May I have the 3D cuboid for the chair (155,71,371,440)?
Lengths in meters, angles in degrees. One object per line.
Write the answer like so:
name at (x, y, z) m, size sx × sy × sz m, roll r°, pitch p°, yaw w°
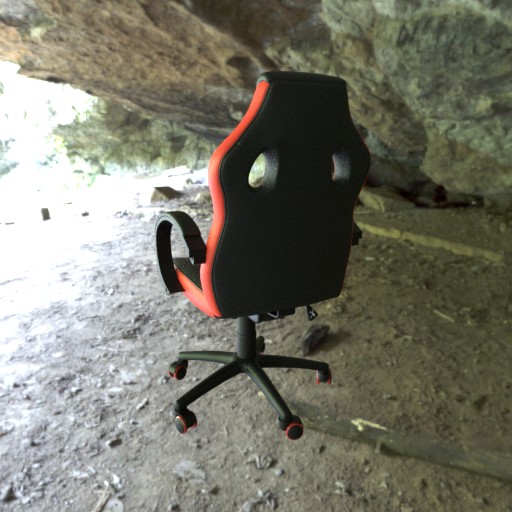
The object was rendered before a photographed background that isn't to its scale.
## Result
chair at (0.000, 0.000, 1.406) m, size 0.600 × 1.016 × 0.642 m, roll -7°, pitch 16°, yaw -25°
